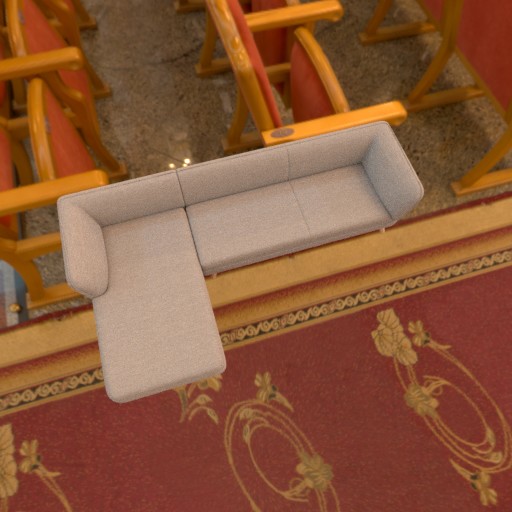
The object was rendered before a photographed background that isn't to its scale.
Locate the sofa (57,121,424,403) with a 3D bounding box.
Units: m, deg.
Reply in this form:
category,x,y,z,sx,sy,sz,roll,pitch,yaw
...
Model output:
category,x,y,z,sx,sy,sz,roll,pitch,yaw
sofa,0.000,0.000,3.400,2.653,0.693,1.532,-15,65,-7
